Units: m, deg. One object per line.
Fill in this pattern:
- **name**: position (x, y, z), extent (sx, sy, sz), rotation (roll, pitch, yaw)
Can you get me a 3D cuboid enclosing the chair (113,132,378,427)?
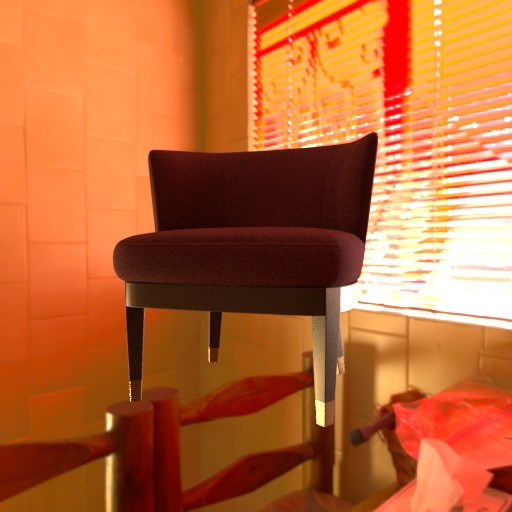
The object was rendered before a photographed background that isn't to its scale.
- **chair**: position (0.000, 0.000, 1.316), extent (0.700, 0.760, 0.660), rotation (0, 1, 19)
